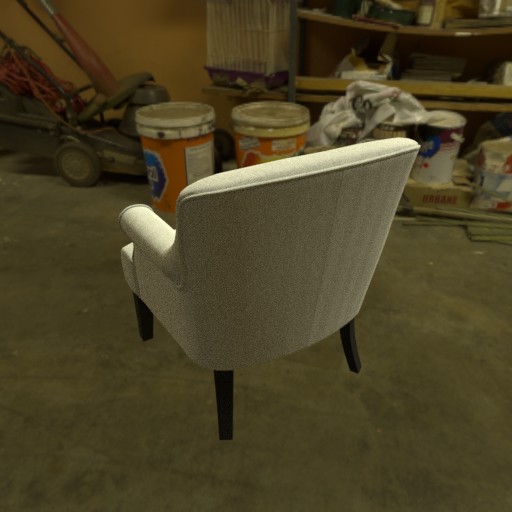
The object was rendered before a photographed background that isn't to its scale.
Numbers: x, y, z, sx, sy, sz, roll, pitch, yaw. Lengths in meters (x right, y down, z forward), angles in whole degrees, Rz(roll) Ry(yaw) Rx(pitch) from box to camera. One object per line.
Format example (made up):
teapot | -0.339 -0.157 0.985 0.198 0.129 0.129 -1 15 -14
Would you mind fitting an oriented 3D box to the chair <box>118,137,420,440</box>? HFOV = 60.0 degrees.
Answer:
chair | 0.000 0.000 1.478 0.781 0.875 0.750 -17 34 -27
